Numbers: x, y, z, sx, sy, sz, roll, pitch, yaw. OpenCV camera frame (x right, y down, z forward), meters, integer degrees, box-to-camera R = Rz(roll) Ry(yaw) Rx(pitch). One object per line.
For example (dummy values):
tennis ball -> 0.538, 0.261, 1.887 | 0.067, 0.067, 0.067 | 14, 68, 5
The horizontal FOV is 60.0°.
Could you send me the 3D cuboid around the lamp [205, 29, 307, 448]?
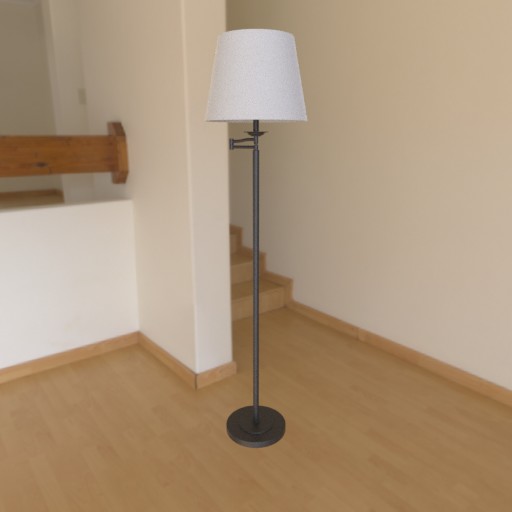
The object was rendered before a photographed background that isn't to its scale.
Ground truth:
lamp -> 0.000, 0.000, 1.636 | 0.348, 1.473, 0.348 | 8, 17, 26
